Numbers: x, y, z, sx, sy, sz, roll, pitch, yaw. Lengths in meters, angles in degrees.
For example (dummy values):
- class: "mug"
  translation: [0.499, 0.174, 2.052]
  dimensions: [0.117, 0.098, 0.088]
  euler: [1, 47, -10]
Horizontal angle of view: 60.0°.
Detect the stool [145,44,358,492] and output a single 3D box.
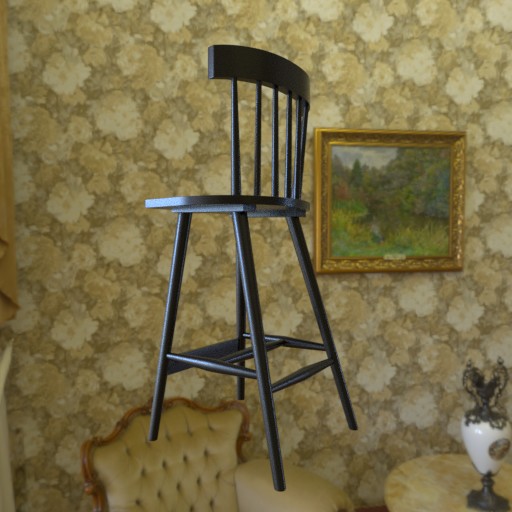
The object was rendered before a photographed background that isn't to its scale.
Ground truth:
- class: "stool"
  translation: [0.000, 0.000, 1.346]
  dimensions: [0.483, 1.092, 0.482]
  euler: [1, 2, 36]
